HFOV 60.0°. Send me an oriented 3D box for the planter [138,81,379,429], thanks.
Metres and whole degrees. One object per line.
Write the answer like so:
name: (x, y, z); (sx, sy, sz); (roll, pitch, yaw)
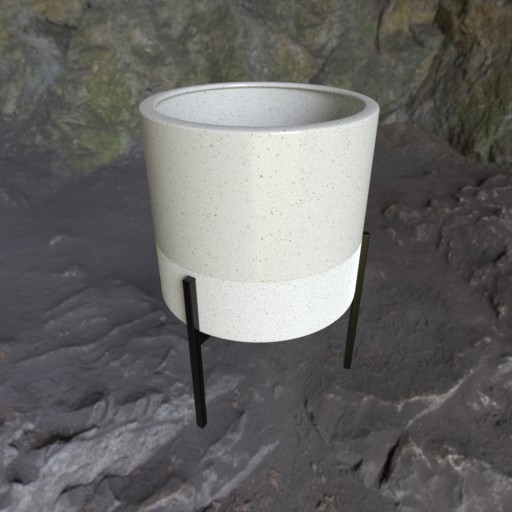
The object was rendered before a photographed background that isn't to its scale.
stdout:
planter: (0.000, 0.000, 0.342); (0.152, 0.230, 0.159); (18, 35, 28)
